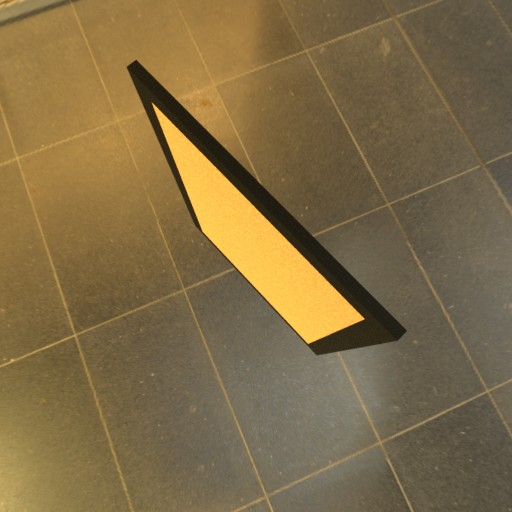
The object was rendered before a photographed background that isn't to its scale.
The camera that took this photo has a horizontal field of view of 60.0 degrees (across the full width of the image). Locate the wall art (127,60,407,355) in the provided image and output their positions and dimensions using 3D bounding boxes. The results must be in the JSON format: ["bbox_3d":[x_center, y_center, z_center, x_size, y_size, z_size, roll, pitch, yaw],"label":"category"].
[{"bbox_3d":[0.000,0.000,0.587,0.011,0.459,0.326,-42,80,-9],"label":"wall art"}]
